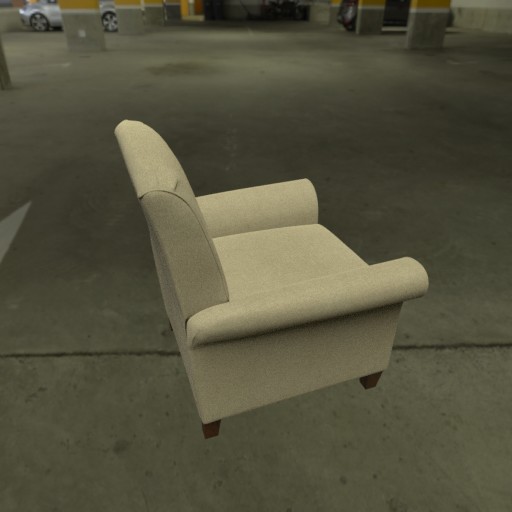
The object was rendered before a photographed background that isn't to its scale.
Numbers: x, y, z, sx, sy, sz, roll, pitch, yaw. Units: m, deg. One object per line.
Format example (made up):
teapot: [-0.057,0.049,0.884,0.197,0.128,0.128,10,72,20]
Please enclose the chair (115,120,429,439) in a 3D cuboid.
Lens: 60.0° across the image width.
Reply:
chair: [0.000,0.000,1.773,0.905,1.061,0.978,-10,32,-17]
